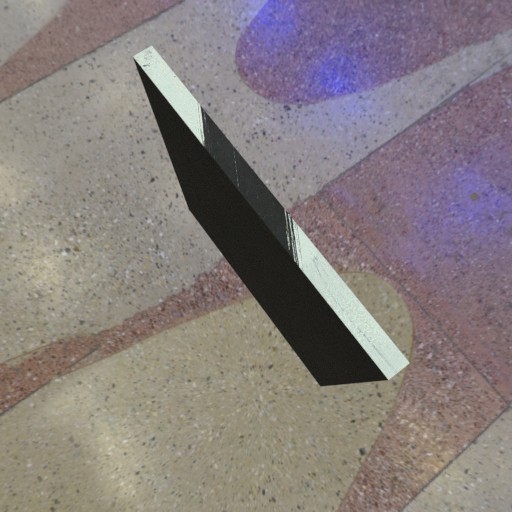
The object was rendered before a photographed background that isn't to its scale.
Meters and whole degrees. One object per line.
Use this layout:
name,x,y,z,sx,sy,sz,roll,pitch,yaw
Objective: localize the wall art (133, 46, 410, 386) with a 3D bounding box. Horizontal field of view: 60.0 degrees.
wall art,0.000,0.000,1.155,0.046,0.765,0.765,-35,76,-10
